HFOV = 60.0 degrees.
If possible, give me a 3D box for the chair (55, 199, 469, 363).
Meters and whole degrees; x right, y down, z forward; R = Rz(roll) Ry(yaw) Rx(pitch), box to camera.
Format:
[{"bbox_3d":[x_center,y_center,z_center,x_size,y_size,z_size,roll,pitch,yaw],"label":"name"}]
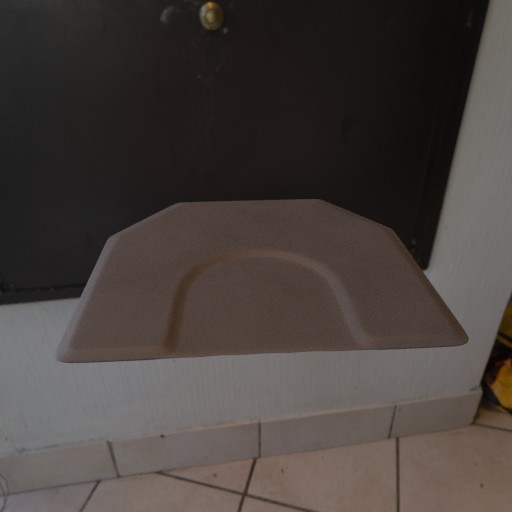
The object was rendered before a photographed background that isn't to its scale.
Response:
[{"bbox_3d":[0.000,0.000,1.944,1.372,0.024,1.219,-2,31,-3],"label":"chair"}]
